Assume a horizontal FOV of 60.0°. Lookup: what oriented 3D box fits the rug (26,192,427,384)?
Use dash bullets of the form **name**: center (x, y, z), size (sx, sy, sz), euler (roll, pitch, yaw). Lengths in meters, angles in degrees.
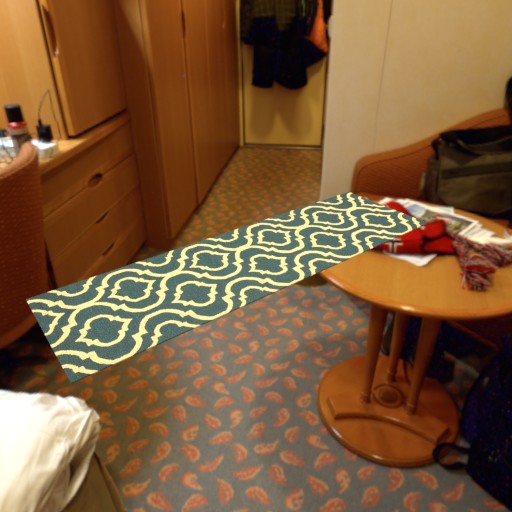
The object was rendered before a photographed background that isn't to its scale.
- **rug**: center (0.000, 0.000, 2.527), size (2.296, 0.006, 0.685), euler (-21, 36, -32)
